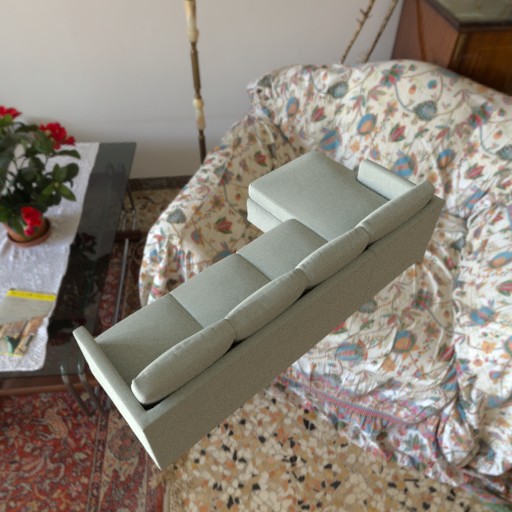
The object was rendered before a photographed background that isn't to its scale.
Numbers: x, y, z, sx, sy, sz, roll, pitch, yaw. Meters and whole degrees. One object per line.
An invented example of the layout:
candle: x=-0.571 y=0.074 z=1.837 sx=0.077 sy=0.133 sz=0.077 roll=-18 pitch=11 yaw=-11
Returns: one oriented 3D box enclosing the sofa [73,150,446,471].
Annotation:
sofa: x=0.000 y=0.000 z=3.909 sx=3.205 sy=0.922 sz=1.650 roll=-32 pitch=54 yaw=-27
